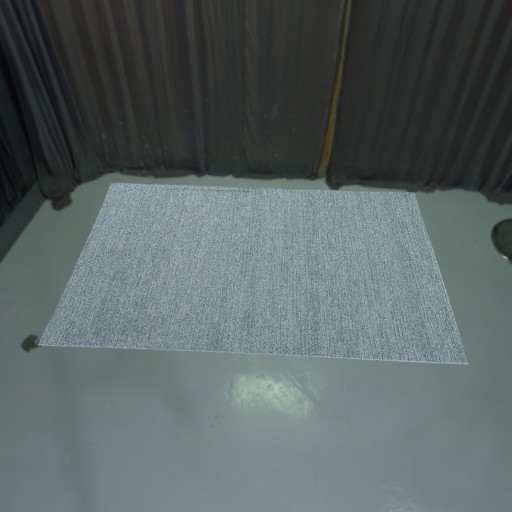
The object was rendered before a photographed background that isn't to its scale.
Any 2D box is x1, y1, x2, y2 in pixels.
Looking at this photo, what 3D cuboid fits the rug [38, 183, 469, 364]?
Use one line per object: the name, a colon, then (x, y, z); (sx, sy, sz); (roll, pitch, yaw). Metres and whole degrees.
rug: (0.000, 0.000, 2.293); (1.853, 0.022, 1.174); (2, 46, 2)
